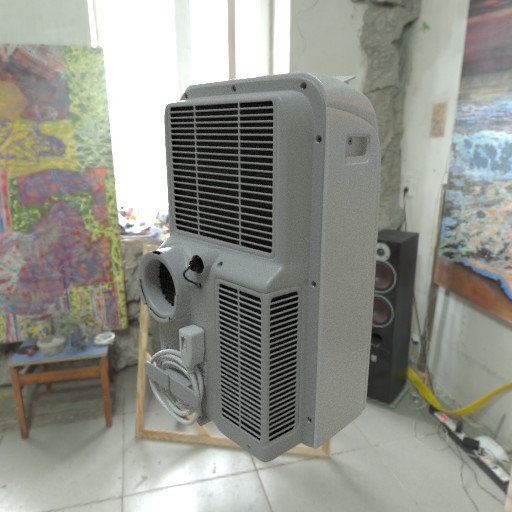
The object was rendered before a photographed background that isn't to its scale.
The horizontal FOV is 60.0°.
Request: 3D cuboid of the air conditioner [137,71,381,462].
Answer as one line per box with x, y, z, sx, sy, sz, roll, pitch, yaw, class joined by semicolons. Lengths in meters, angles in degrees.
0.000;0.000;1.028;0.414;0.786;0.449;-15;22;-43;air conditioner
